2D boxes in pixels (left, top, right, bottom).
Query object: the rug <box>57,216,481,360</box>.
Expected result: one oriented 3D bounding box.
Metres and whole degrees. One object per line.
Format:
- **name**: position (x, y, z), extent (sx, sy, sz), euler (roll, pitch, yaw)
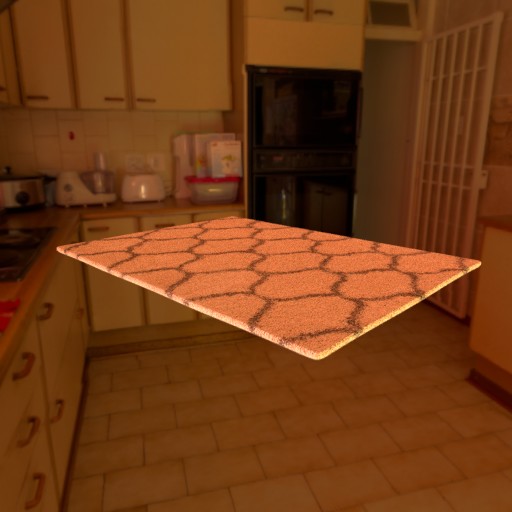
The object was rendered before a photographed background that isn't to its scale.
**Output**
- **rug**: position (0.000, 0.000, 2.067), extent (1.600, 0.025, 1.200), euler (14, 21, 42)
